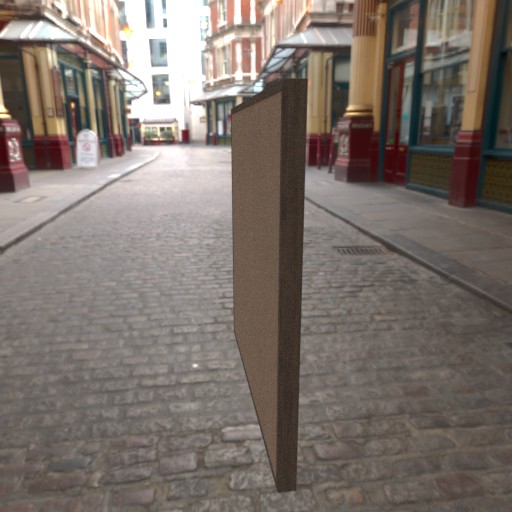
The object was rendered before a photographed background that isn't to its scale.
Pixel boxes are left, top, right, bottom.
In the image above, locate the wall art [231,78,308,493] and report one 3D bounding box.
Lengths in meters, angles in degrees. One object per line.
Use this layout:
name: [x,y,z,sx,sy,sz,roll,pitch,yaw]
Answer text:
wall art: [0.000,0.000,1.139,0.038,0.762,0.762,-2,15,-9]
